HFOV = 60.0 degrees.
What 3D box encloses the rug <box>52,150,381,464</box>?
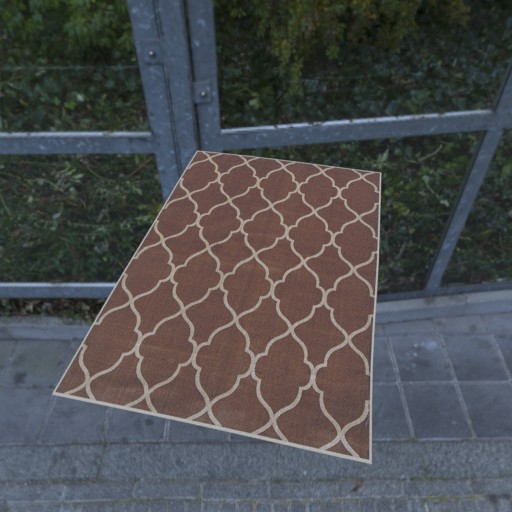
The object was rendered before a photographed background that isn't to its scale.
[{"bbox_3d":[0.000,0.000,2.821,1.528,0.014,2.294,9,45,9],"label":"rug"}]
